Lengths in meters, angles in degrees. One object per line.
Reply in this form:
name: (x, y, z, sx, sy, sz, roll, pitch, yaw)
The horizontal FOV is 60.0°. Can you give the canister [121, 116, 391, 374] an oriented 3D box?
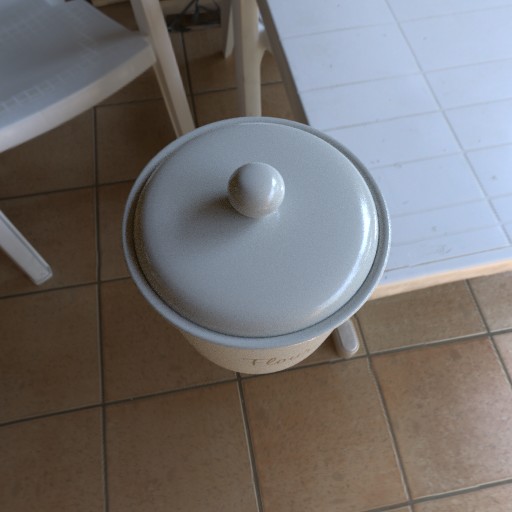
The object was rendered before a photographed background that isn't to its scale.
canister: (0.000, 0.000, 0.352, 0.182, 0.208, 0.182, 0, 63, 0)
